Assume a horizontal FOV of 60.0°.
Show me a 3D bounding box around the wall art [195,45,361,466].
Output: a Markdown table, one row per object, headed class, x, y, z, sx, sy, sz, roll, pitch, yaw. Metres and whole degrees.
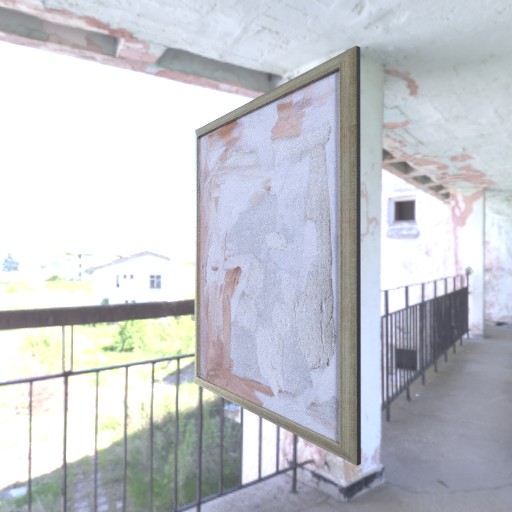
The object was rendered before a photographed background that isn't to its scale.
| class | x | y | z | sx | sy | sz | roll | pitch | yaw |
| --- | --- | --- | --- | --- | --- | --- | --- | --- | --- |
| wall art | 0.000 | 0.000 | 0.926 | 0.018 | 0.660 | 0.559 | 0 | 0 | -35 |
